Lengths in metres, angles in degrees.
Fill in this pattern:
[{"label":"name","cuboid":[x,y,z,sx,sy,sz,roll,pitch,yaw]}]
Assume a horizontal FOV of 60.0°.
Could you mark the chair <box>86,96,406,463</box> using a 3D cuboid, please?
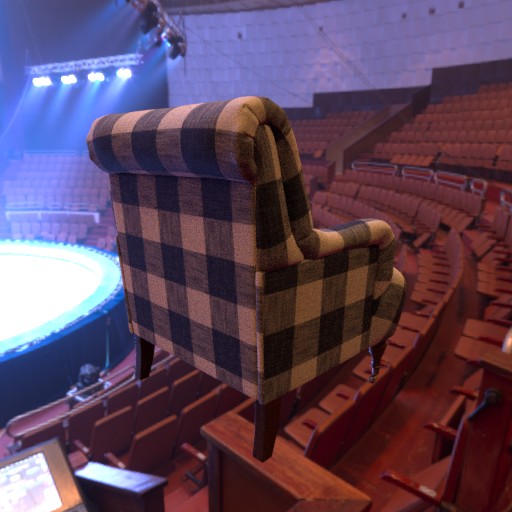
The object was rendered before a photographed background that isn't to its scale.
[{"label":"chair","cuboid":[0.000,0.000,1.556,0.848,0.953,0.781,-13,18,-43]}]
